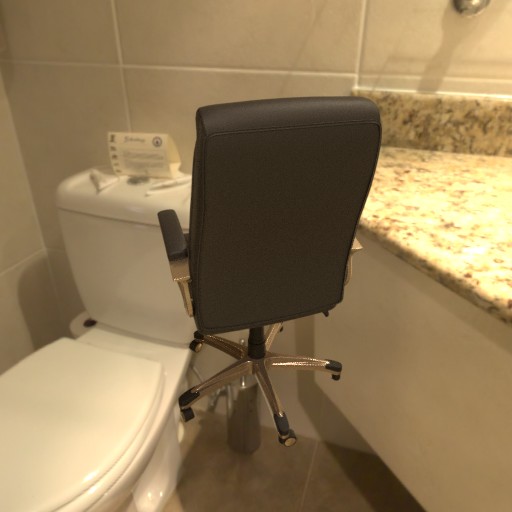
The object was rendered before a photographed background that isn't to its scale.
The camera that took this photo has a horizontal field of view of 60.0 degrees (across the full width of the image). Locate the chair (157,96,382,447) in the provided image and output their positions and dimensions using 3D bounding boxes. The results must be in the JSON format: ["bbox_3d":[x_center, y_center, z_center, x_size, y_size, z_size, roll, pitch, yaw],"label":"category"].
[{"bbox_3d":[0.000,0.000,1.623,0.694,1.188,0.748,-9,30,-16],"label":"chair"}]
